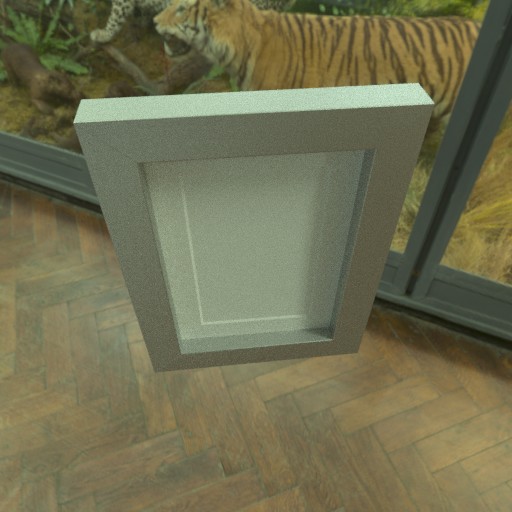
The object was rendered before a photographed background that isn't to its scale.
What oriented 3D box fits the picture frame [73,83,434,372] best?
[{"bbox_3d":[0.000,0.000,0.276,0.157,0.208,0.028,-4,46,-4],"label":"picture frame"}]
